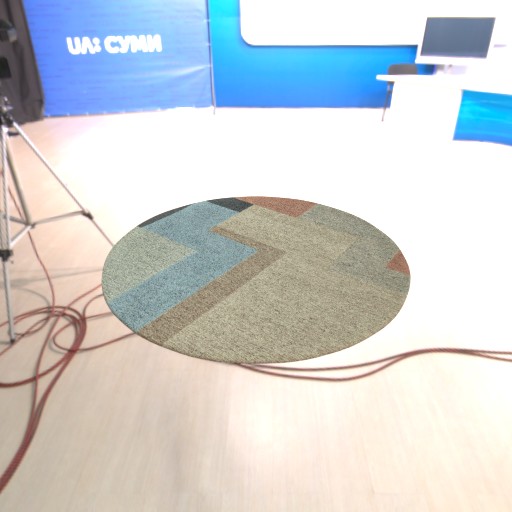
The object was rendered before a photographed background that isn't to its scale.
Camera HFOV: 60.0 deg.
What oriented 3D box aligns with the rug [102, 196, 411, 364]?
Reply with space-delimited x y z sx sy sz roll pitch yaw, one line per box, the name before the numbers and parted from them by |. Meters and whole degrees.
rug | 0.000 0.000 3.667 2.461 0.033 2.461 0 31 0
